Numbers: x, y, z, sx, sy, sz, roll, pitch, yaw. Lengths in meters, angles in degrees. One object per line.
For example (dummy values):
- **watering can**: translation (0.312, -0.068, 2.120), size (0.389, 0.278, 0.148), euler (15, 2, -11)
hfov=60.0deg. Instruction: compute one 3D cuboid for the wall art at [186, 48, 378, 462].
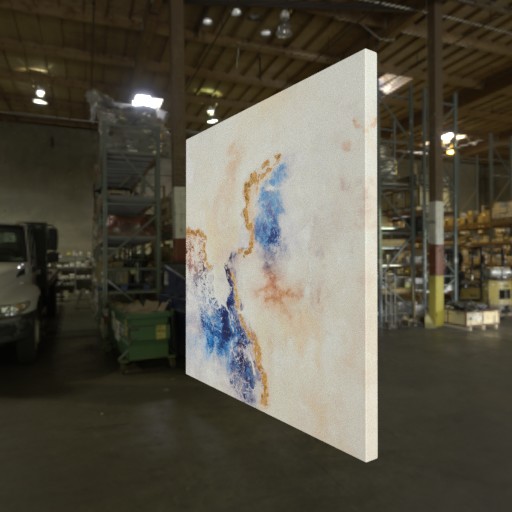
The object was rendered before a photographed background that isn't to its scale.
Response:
- **wall art**: translation (0.000, 0.000, 1.327), size (0.038, 0.889, 0.889), euler (0, 0, -34)
